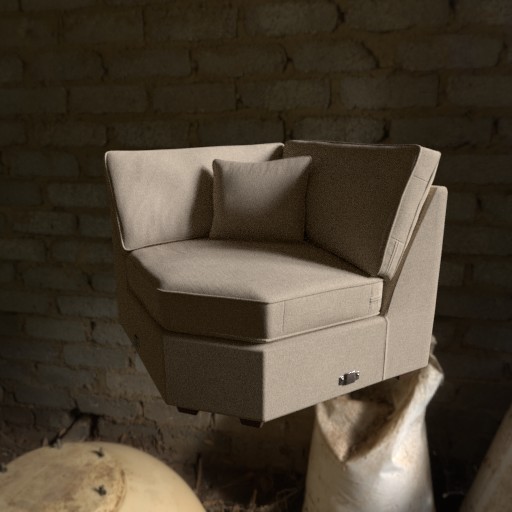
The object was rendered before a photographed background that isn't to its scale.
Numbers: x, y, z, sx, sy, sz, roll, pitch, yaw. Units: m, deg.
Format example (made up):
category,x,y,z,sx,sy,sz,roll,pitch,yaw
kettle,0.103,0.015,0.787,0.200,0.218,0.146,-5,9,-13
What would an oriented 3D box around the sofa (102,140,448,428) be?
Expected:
category,x,y,z,sx,sy,sz,roll,pitch,yaw
sofa,0.000,0.000,1.870,1.050,0.937,1.042,-8,17,-26
